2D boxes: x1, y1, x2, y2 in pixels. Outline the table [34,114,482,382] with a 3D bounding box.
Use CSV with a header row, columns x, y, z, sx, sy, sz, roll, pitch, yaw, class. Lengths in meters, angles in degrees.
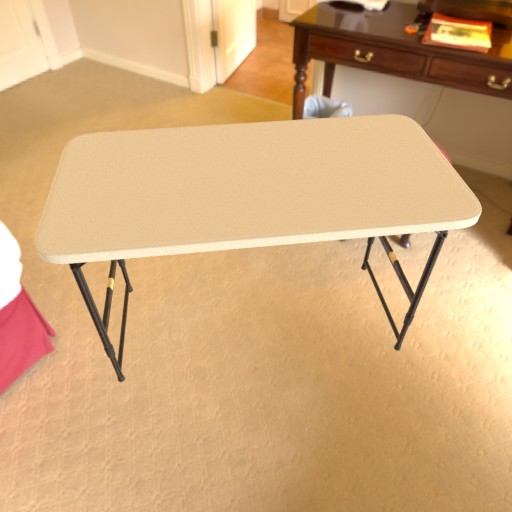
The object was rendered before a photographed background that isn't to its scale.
x,y,z,sx,sy,sz,roll,pitch,yaw,class
0.000,0.000,1.619,1.219,0.737,0.610,-5,45,-5,table
